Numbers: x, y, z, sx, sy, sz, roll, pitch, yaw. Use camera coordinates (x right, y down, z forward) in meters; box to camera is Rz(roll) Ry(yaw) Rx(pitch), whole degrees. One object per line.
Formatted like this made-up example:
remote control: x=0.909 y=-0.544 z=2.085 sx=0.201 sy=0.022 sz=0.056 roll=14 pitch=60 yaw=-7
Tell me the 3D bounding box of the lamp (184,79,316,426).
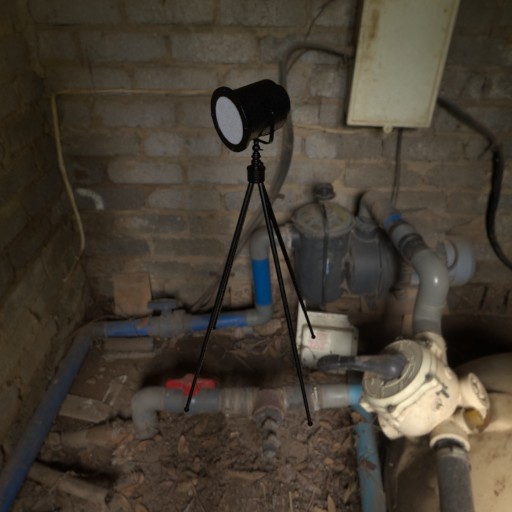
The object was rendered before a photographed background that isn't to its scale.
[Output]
lamp: x=0.000 y=0.000 z=2.013 sx=0.884 sy=1.504 sz=0.879 roll=-22 pitch=39 yaw=-31
